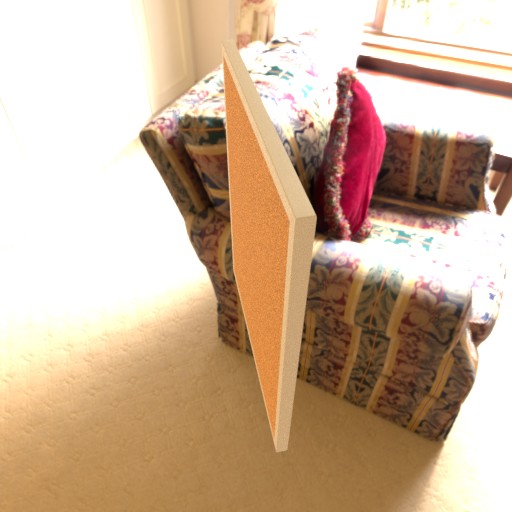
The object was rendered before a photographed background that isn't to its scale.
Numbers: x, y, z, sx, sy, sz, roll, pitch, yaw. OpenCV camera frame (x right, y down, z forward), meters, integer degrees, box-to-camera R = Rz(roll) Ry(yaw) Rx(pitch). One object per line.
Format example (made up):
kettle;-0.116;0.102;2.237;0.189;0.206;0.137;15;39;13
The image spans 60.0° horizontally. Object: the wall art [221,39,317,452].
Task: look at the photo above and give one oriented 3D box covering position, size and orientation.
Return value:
wall art;0.000;0.000;0.741;0.020;0.536;0.444;-8;46;-8
